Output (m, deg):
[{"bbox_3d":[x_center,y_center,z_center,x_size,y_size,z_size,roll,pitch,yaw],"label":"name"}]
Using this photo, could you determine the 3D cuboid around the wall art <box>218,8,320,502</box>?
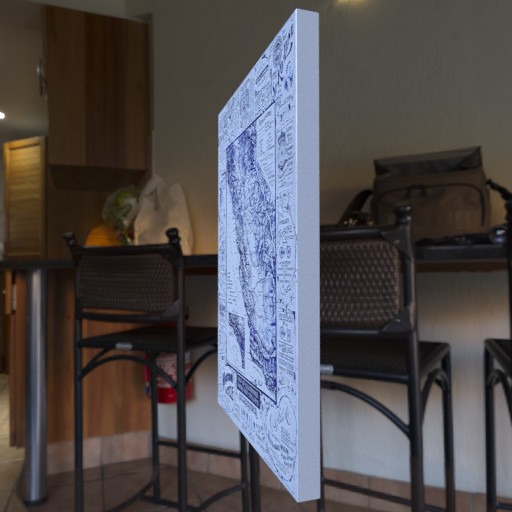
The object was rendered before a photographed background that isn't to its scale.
[{"bbox_3d":[0.000,0.000,0.923,0.039,0.753,0.511,0,-1,-18],"label":"wall art"}]
